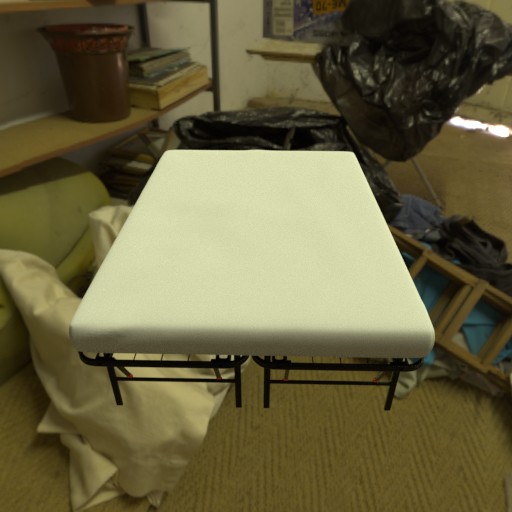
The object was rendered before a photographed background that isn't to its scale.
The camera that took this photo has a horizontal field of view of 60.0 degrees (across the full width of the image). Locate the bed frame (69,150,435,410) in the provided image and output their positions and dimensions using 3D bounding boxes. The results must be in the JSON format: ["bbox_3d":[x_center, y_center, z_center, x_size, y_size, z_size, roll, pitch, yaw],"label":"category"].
[{"bbox_3d":[0.000,0.000,2.542,1.372,0.637,1.905,1,33,1],"label":"bed frame"}]
